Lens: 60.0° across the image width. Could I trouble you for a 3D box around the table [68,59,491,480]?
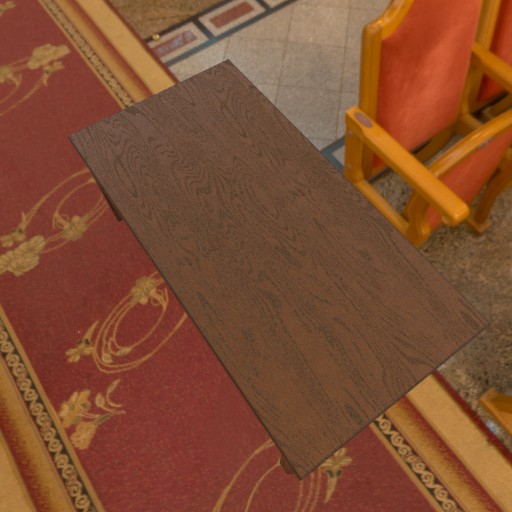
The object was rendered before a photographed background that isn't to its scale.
[{"bbox_3d":[0.000,0.000,2.430,1.016,0.762,1.981,-32,67,-15],"label":"table"}]
